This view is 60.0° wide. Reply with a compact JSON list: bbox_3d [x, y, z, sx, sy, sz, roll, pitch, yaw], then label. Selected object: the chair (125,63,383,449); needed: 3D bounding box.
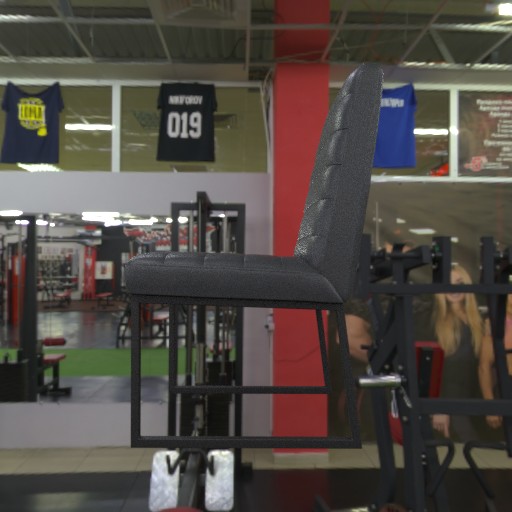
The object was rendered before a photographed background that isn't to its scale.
[{"bbox_3d":[0.000,0.000,1.300,0.634,0.930,0.520,0,-1,1],"label":"chair"}]
